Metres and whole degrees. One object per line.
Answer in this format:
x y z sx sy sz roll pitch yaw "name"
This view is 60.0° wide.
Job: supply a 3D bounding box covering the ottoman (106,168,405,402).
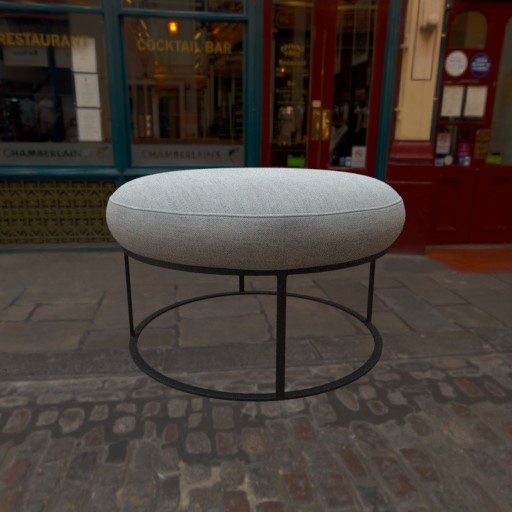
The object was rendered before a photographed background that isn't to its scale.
0.000 0.000 1.226 0.769 0.459 0.769 0 14 0 "ottoman"
